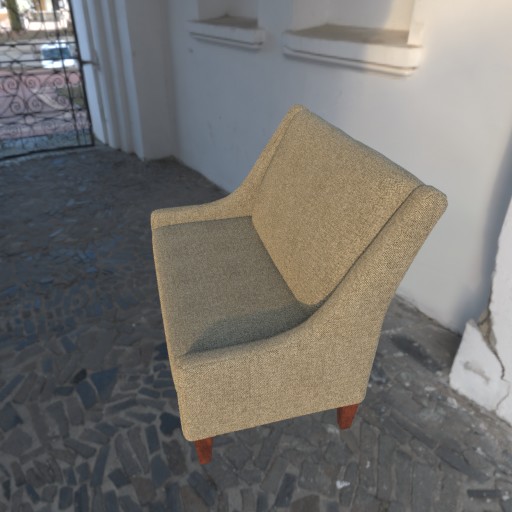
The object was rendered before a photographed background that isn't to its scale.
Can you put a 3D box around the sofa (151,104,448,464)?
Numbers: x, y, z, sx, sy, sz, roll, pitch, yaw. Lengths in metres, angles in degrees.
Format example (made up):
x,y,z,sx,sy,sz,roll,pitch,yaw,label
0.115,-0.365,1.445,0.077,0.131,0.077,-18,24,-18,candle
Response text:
x,y,z,sx,sy,sz,roll,pitch,yaw,label
0.000,0.000,1.958,0.870,1.021,1.242,-8,32,-13,sofa
